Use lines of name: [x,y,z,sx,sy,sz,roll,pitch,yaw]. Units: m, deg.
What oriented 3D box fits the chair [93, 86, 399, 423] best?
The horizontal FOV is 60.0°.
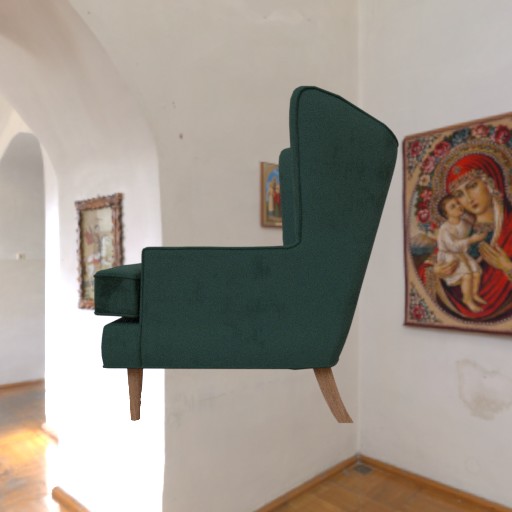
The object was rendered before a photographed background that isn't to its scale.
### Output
chair: [0.000,0.000,1.603,0.910,0.952,0.793,0,1,1]
